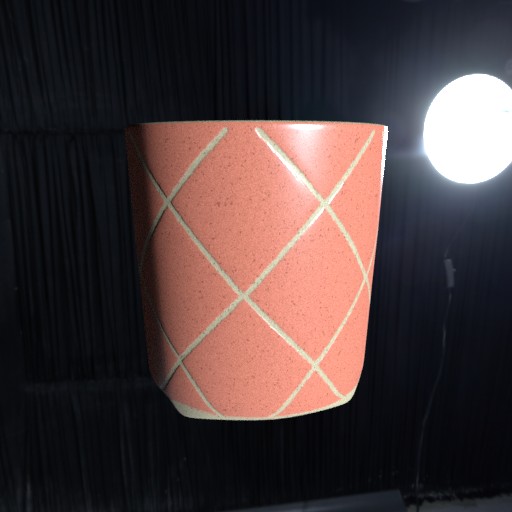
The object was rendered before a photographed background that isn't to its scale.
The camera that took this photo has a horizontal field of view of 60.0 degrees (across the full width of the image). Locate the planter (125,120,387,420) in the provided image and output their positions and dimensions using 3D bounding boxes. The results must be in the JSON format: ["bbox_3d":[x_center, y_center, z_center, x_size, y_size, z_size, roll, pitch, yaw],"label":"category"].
[{"bbox_3d":[0.000,0.000,0.358,0.191,0.200,0.191,0,14,0],"label":"planter"}]
